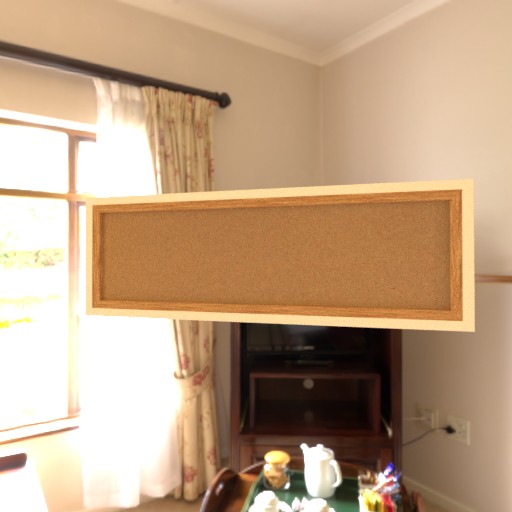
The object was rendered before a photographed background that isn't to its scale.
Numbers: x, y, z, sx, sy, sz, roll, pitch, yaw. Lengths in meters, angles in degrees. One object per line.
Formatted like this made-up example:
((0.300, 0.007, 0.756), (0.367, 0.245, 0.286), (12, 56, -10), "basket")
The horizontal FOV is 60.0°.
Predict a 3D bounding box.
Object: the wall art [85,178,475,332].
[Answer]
((0.000, 0.000, 1.703), (1.520, 0.507, 0.044), (0, -1, 17), "wall art")
